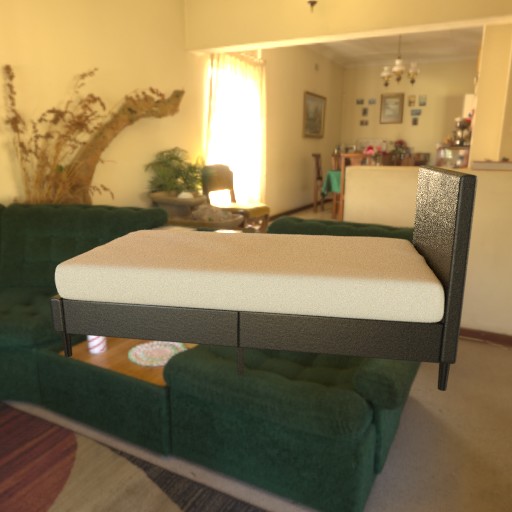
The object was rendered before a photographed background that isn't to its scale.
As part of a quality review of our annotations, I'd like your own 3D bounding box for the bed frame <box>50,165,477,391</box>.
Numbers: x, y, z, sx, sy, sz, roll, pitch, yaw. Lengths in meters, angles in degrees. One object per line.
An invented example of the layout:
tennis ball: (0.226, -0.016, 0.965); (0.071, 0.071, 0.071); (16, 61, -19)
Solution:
bed frame: (0.000, 0.000, 2.529); (2.152, 1.046, 1.038); (2, 14, 10)
